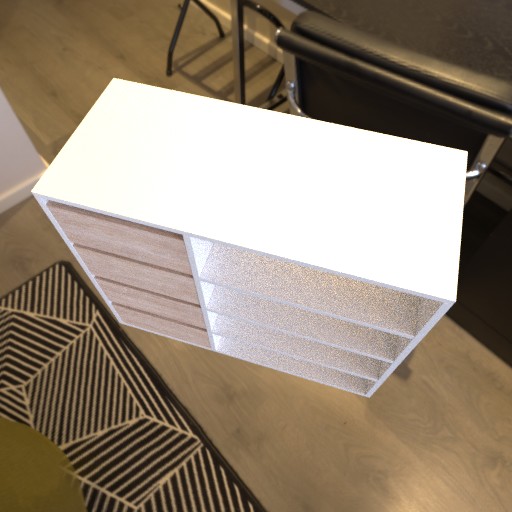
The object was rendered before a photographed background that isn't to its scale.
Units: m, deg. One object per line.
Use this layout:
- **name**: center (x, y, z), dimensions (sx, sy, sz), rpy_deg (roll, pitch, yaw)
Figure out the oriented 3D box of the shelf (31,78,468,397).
- **shelf**: center (0.000, 0.000, 1.300), dimensions (0.895, 0.732, 0.396), rpy_deg (15, 60, 9)
